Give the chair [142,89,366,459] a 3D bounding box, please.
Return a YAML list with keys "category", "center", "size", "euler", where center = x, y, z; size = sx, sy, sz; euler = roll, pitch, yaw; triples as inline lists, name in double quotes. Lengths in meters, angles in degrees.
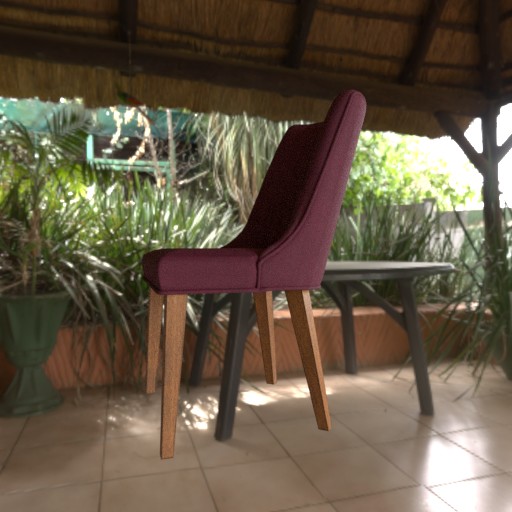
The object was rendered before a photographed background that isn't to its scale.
- category: "chair"
  center: [0.000, 0.000, 1.336]
  size: [0.638, 0.916, 0.548]
  euler: [0, 1, -18]
